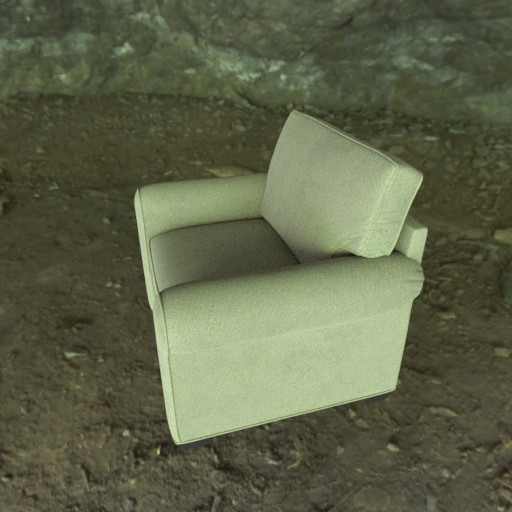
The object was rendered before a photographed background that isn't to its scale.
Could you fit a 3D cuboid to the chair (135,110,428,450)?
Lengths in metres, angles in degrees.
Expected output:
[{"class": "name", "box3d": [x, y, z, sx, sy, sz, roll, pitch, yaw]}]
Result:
[{"class": "chair", "box3d": [0.000, 0.000, 1.915, 0.939, 1.044, 1.147, -8, 30, -15]}]
